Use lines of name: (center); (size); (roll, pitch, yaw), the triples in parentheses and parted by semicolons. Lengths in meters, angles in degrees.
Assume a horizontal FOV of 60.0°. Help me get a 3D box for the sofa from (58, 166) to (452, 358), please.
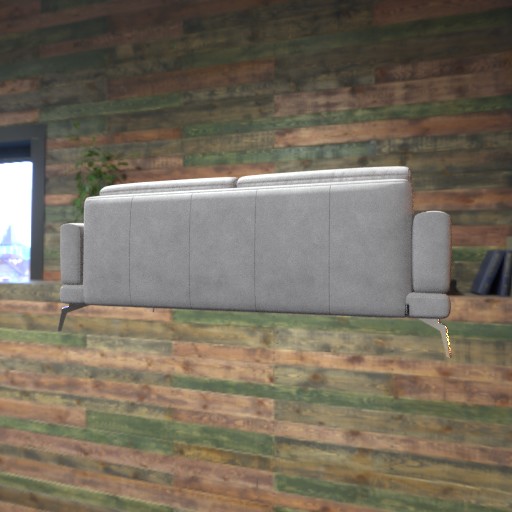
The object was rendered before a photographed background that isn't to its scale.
sofa: (0.000, 0.000, 2.547); (2.013, 0.830, 0.980); (0, -1, 19)
